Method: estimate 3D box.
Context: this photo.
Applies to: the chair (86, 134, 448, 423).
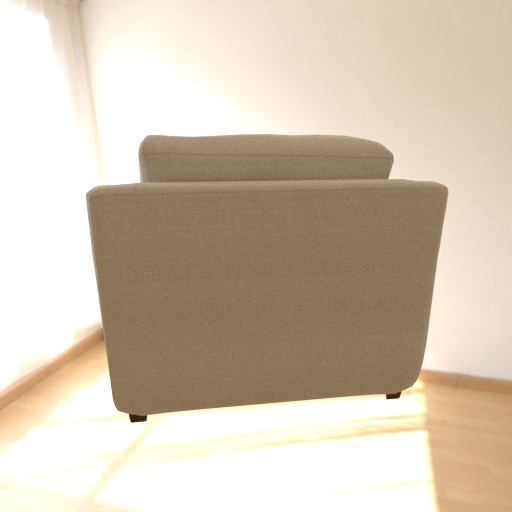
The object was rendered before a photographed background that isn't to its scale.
[{"bbox_3d":[0.000,0.000,1.940,1.178,1.016,1.009,-2,14,-9],"label":"chair"}]
